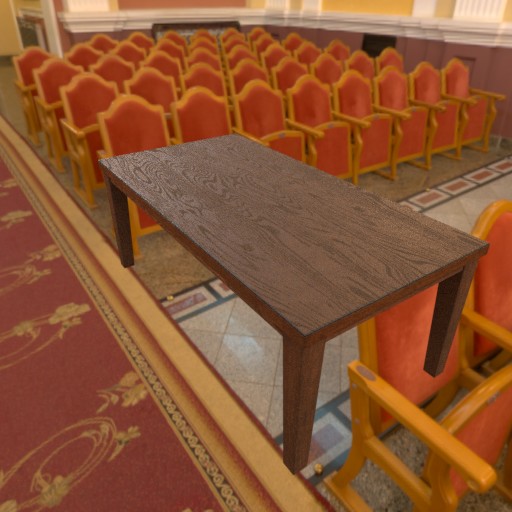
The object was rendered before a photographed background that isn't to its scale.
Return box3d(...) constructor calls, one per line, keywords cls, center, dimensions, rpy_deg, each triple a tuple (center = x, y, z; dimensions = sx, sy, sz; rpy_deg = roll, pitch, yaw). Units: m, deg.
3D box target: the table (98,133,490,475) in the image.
box3d(cls="table", center=(0.000, 0.000, 2.499), dimensions=(1.016, 0.762, 1.981), rpy_deg=(-20, 37, -29))
